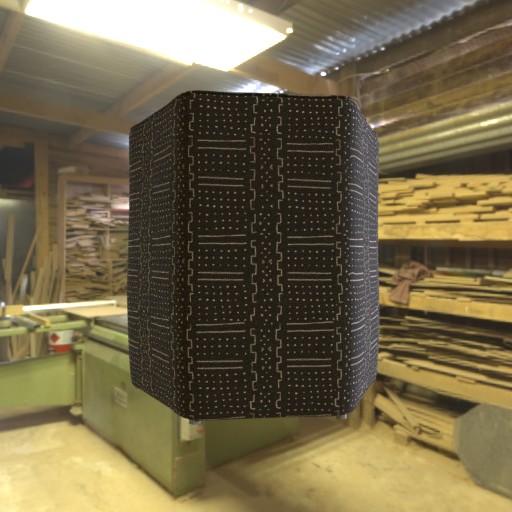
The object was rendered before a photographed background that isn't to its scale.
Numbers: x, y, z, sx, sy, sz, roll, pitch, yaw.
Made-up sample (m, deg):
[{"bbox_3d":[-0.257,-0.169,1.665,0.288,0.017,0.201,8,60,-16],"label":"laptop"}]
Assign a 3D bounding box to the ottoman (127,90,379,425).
[{"bbox_3d":[0.000,0.000,0.868,0.443,0.502,0.494,0,0,-36],"label":"ottoman"}]
